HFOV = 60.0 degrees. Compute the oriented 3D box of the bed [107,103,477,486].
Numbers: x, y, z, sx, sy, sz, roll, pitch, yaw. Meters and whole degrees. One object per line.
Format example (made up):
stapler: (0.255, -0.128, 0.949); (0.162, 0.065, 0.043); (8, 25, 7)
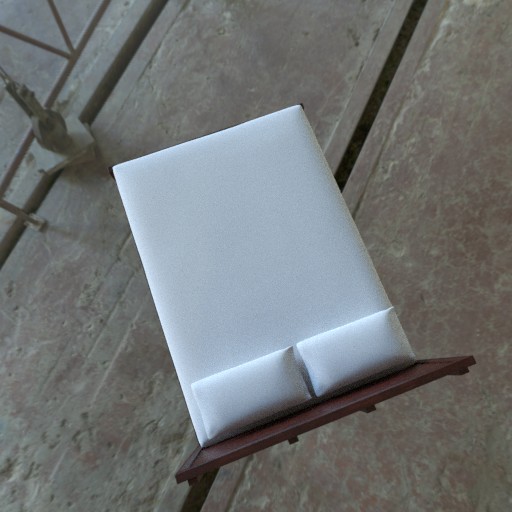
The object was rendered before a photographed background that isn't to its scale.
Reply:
bed: (0.000, 0.000, 3.828); (2.040, 1.492, 2.803); (-20, 76, -5)
